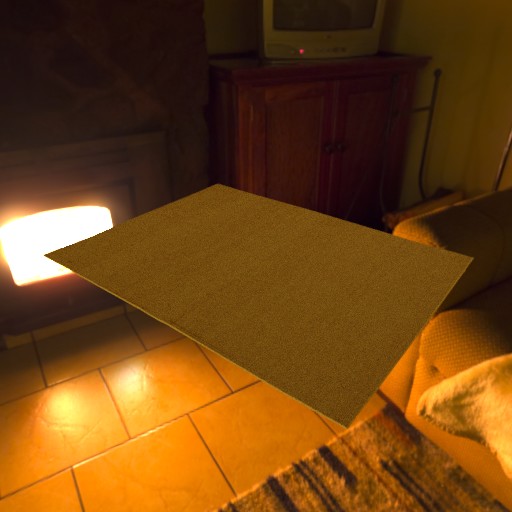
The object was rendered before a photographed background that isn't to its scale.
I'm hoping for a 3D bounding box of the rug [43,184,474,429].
[{"bbox_3d":[0.000,0.000,4.111,3.202,0.045,2.434,21,35,33],"label":"rug"}]
